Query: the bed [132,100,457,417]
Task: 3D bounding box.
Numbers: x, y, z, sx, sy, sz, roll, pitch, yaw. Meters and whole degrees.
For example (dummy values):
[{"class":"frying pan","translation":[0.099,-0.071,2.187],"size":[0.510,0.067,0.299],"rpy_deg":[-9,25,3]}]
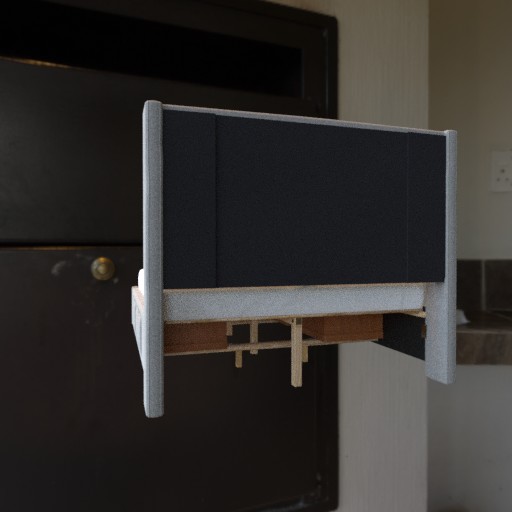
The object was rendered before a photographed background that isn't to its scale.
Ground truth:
[{"class":"bed","translation":[0.000,0.000,3.377],"size":[1.774,1.491,2.222],"rpy_deg":[0,1,-18]}]
